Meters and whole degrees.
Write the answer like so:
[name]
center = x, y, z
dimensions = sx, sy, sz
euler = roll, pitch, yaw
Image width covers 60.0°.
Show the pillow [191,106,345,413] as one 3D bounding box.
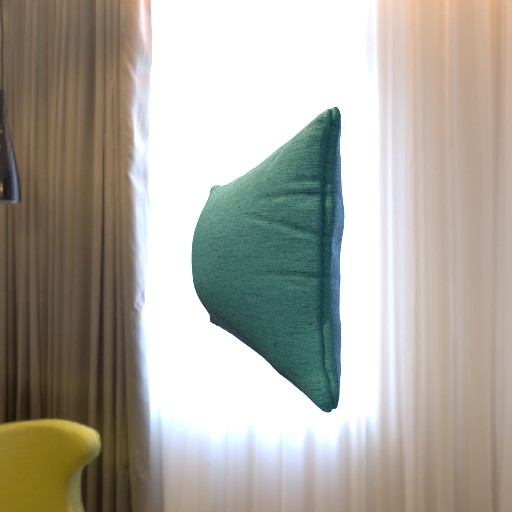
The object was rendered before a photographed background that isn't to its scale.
[pillow]
center = 0.000, 0.000, 0.786
dimensions = 0.210, 0.338, 0.633
euler = 0, 1, -17
